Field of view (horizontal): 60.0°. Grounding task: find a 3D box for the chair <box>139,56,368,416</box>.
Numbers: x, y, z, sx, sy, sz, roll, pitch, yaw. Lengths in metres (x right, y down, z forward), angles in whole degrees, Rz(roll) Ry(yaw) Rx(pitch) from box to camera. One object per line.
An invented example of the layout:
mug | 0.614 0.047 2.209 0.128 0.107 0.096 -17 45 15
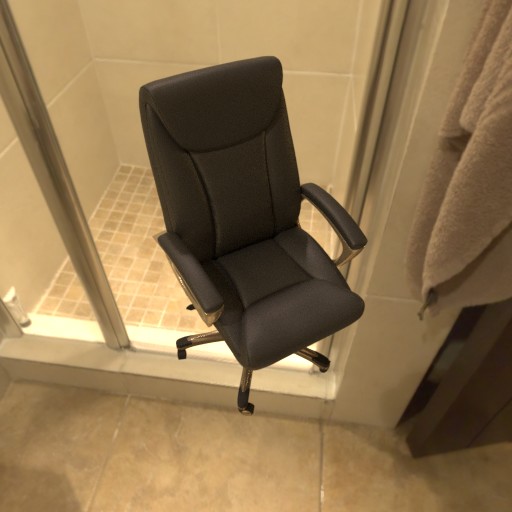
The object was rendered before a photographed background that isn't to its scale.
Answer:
chair | 0.000 0.000 1.640 0.694 1.188 0.748 -22 49 -20
